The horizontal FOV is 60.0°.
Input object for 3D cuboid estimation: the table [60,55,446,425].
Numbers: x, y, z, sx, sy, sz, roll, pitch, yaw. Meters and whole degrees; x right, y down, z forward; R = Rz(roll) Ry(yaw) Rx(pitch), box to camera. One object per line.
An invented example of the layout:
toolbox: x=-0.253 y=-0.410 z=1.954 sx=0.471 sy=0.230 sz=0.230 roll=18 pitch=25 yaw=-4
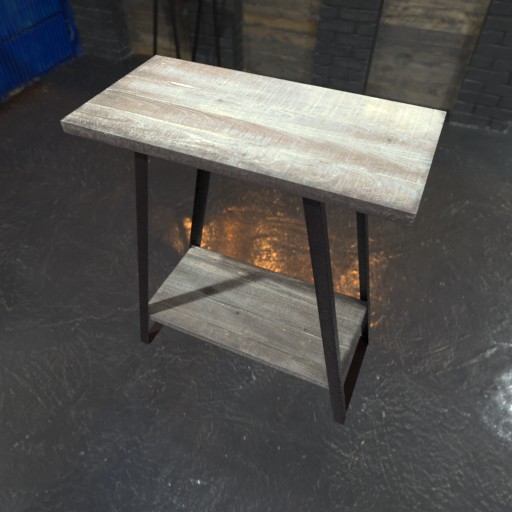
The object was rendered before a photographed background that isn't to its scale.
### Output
table: x=0.000 y=0.000 z=1.019 sx=0.599 sy=0.701 sz=0.300 roll=18 pitch=49 yaw=16
